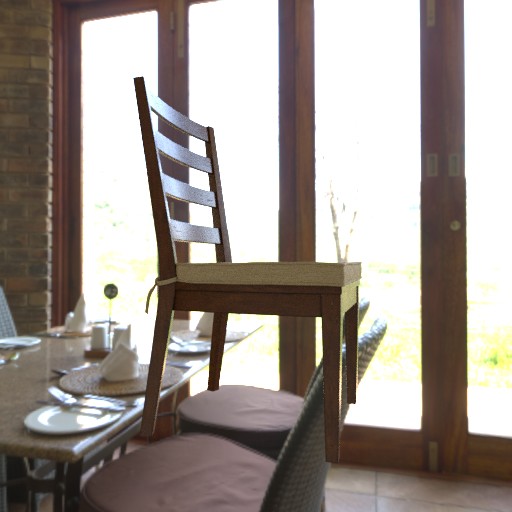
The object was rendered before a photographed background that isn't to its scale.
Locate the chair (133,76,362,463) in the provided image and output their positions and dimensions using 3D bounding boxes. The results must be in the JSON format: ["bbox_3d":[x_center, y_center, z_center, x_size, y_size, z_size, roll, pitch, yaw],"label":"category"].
[{"bbox_3d":[0.000,0.000,1.355,0.595,0.979,0.593,0,-1,18],"label":"chair"}]
